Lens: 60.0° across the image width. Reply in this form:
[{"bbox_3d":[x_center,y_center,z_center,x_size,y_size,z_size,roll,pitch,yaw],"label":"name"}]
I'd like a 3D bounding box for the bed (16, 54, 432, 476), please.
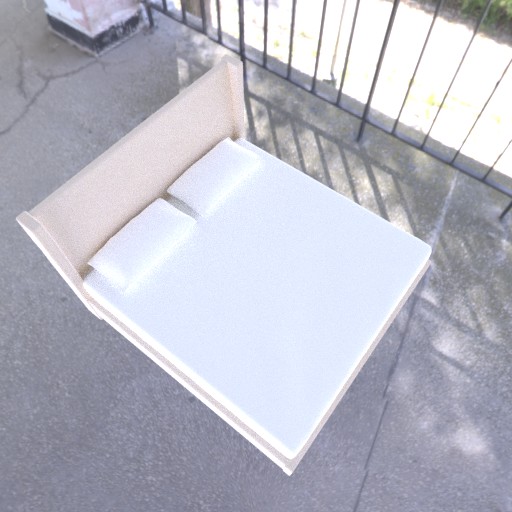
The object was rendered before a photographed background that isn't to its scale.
[{"bbox_3d":[0.000,0.000,3.568,2.293,1.471,2.145,34,65,18],"label":"bed"}]
